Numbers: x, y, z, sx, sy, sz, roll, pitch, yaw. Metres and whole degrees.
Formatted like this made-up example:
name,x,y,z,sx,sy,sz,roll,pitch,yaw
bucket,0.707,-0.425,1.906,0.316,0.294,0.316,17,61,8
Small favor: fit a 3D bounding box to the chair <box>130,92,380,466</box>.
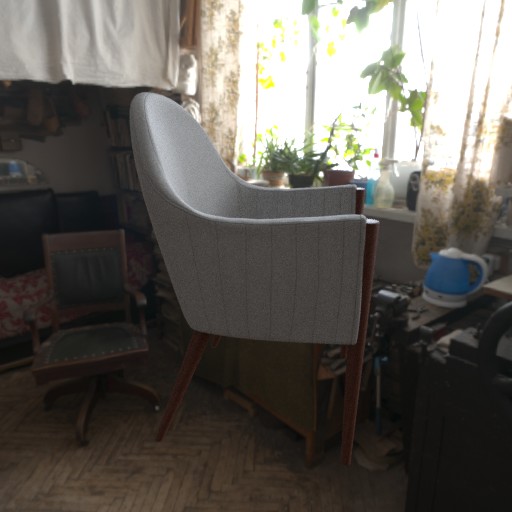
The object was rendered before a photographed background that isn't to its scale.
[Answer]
name,x,y,z,sx,sy,sz,roll,pitch,yaw
chair,0.000,0.000,1.271,0.620,0.889,0.610,3,16,10
